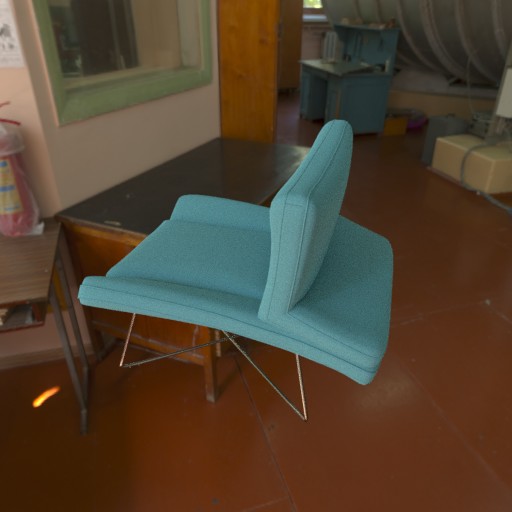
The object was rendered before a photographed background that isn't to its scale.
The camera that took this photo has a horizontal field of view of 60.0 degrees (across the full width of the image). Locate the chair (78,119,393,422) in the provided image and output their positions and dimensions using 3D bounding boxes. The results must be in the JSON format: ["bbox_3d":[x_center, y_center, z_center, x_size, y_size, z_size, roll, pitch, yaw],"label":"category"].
[{"bbox_3d":[0.000,0.000,1.660,1.008,0.855,0.859,9,31,14],"label":"chair"}]
